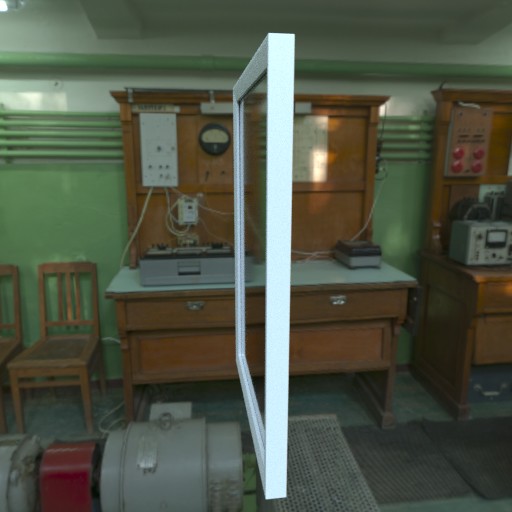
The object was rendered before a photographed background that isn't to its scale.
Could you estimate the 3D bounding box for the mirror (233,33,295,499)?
[{"bbox_3d":[0.000,0.000,0.901,0.040,0.710,0.507,-2,13,-8],"label":"mirror"}]
